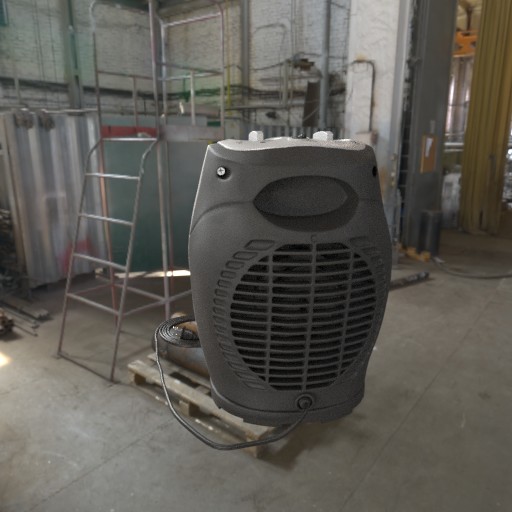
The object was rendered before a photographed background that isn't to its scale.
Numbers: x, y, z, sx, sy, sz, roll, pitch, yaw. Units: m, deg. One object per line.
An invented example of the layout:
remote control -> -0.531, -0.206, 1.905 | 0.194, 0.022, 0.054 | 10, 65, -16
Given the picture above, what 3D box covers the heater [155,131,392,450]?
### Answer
heater -> 0.000, 0.000, 0.474 | 0.239, 0.255, 0.291 | -2, 15, -8
